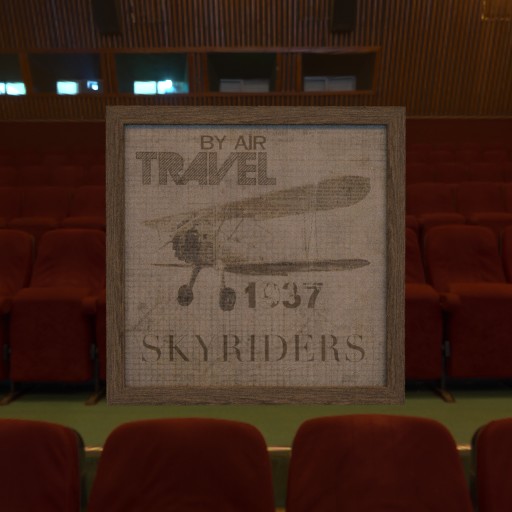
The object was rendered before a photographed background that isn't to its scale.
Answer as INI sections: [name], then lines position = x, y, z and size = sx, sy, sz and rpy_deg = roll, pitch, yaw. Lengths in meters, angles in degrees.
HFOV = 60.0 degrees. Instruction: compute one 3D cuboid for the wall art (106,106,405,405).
[wall art]
position = 0.000, 0.000, 0.763
size = 0.508, 0.508, 0.019
rpy_deg = 0, 0, -1
